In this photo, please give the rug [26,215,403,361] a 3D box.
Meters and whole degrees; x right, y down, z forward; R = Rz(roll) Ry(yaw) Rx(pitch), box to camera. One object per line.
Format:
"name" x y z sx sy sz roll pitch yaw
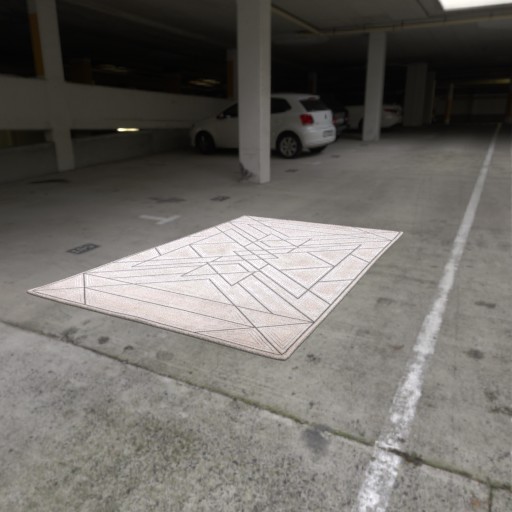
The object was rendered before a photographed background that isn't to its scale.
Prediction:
"rug" 0.000 0.000 3.121 1.575 0.023 2.459 9 18 27
